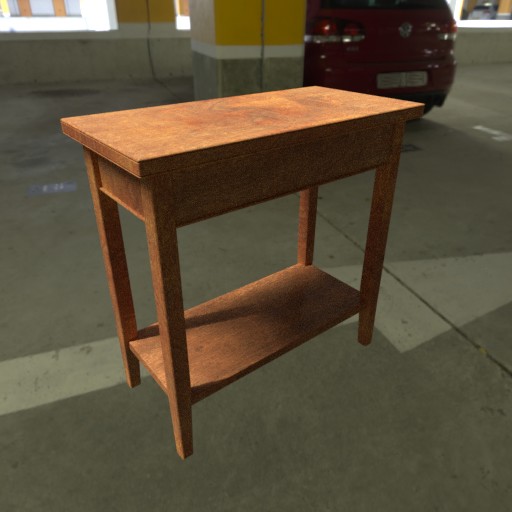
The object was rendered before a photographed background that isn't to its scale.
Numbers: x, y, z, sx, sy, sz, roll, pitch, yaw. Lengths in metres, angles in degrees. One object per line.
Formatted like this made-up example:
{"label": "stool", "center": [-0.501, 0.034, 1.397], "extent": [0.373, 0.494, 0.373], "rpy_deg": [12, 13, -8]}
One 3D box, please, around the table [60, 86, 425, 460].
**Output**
{"label": "table", "center": [0.000, 0.000, 0.961], "extent": [0.610, 0.610, 0.305], "rpy_deg": [-21, 35, -33]}
